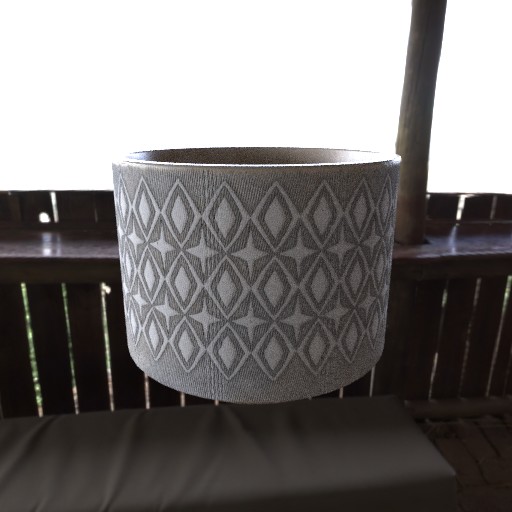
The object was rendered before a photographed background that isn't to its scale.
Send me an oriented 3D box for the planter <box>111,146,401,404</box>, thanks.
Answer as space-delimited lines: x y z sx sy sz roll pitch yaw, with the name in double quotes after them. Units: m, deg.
0.000 0.000 0.281 0.164 0.127 0.164 0 17 0 "planter"
